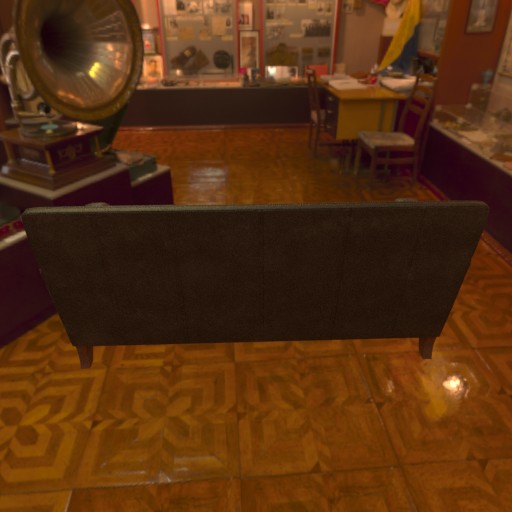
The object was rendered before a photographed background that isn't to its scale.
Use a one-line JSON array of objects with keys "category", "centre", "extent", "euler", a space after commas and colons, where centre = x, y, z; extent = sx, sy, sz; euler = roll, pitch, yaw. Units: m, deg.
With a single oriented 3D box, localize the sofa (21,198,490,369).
[{"category": "sofa", "centre": [0.000, 0.000, 2.484], "extent": [2.053, 0.947, 0.805], "euler": [-1, 30, -2]}]
